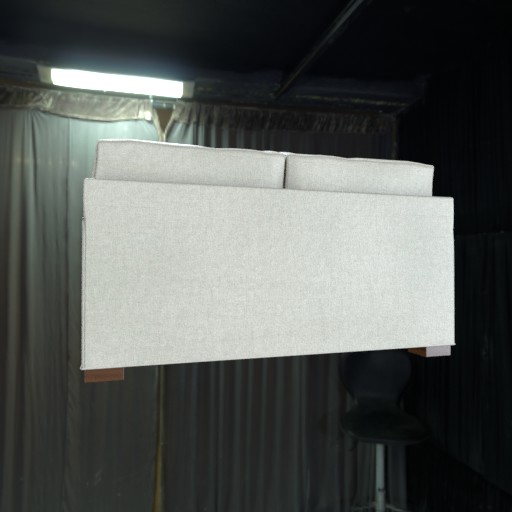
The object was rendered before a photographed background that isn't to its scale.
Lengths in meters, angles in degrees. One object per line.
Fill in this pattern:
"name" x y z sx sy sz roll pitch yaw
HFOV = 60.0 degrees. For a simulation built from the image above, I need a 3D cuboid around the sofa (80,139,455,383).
"sofa" 0.000 0.000 2.105 1.484 0.853 0.940 0 -1 -17
